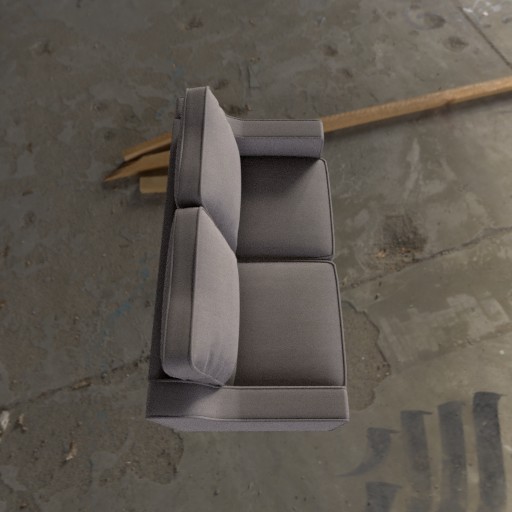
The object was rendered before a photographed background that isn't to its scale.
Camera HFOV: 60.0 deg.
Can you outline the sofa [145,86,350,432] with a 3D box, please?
[{"bbox_3d":[0.000,0.000,2.094,0.791,0.948,1.500,0,64,0],"label":"sofa"}]
